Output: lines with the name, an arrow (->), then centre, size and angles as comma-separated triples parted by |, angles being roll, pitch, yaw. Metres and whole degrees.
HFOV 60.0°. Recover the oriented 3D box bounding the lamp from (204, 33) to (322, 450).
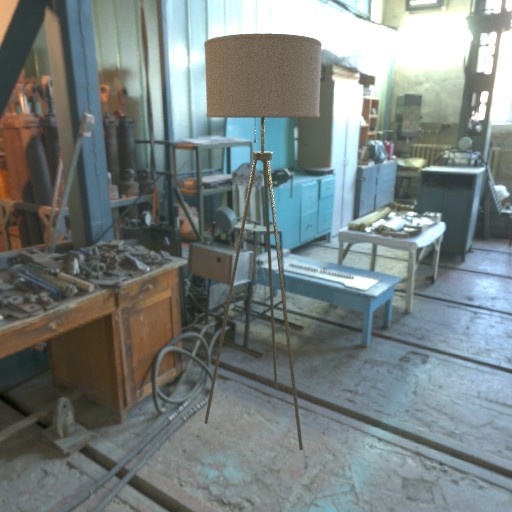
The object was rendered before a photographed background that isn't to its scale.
lamp -> 0.000, 0.000, 1.769 | 0.460, 1.545, 0.449 | -3, 17, -10
